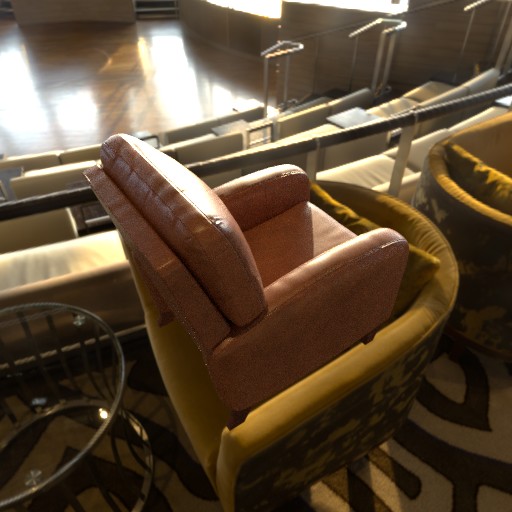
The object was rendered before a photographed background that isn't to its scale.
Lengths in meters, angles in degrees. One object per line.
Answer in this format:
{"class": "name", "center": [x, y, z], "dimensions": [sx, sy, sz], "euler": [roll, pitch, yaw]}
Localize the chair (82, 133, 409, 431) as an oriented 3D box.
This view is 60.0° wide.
{"class": "chair", "center": [0.000, 0.000, 1.743], "dimensions": [0.990, 0.990, 0.762], "euler": [-24, 46, -25]}
